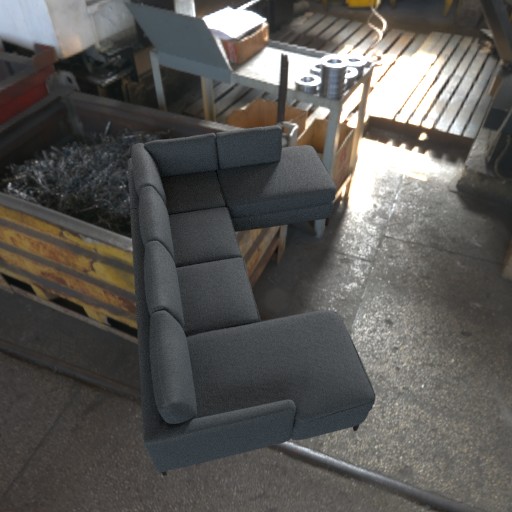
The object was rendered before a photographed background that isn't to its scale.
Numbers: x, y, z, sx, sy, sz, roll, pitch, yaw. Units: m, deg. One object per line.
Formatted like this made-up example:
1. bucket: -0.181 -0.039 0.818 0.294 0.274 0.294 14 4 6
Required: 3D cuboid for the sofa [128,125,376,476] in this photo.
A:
1. sofa: 0.000 0.000 3.766 1.984 0.858 2.975 -10 47 -9
